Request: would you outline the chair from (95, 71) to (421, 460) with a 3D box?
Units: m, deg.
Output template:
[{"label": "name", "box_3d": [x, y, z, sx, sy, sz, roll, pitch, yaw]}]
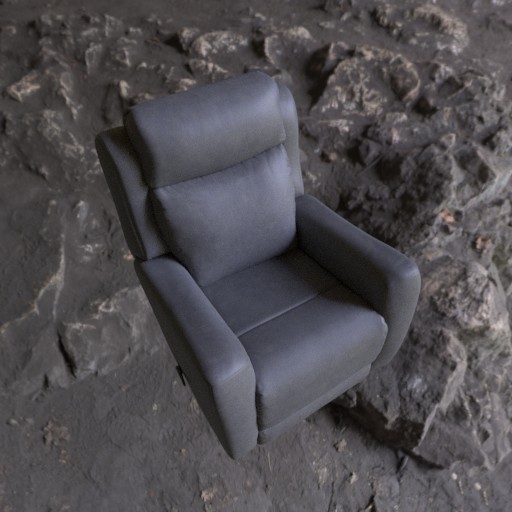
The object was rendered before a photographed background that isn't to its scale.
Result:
[{"label": "chair", "box_3d": [0.000, 0.000, 1.873, 0.967, 1.116, 1.068, -24, 51, -21]}]
